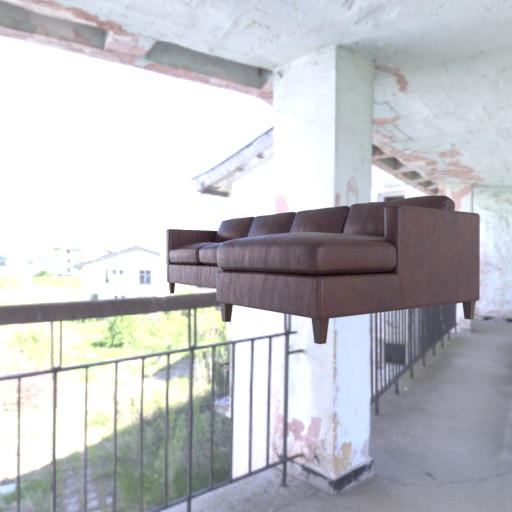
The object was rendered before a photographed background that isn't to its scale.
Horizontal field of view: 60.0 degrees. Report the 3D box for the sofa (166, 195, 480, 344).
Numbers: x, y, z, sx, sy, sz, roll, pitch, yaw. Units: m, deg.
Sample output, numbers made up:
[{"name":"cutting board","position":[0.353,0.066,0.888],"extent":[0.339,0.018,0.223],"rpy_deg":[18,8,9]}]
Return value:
[{"name":"sofa","position":[0.000,0.000,3.939],"extent":[1.581,0.883,3.203],"rpy_deg":[0,0,-36]}]
